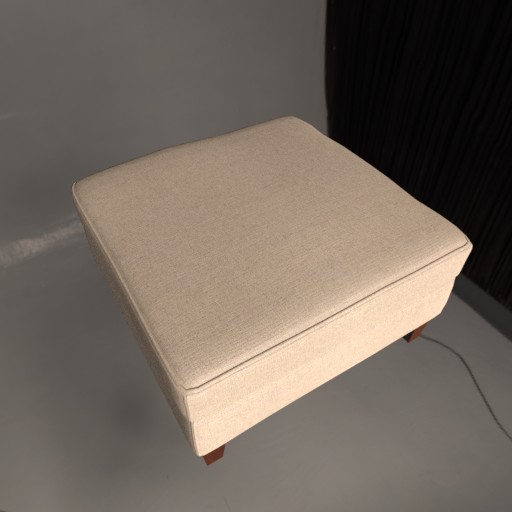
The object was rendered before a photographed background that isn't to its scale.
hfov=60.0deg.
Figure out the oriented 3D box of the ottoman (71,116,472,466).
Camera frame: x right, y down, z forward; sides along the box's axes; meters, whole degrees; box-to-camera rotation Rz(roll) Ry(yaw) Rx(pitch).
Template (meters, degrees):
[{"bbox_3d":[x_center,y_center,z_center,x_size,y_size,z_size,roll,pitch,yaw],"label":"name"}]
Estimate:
[{"bbox_3d":[0.000,0.000,1.351,0.838,0.481,0.838,-23,49,-22],"label":"ottoman"}]
